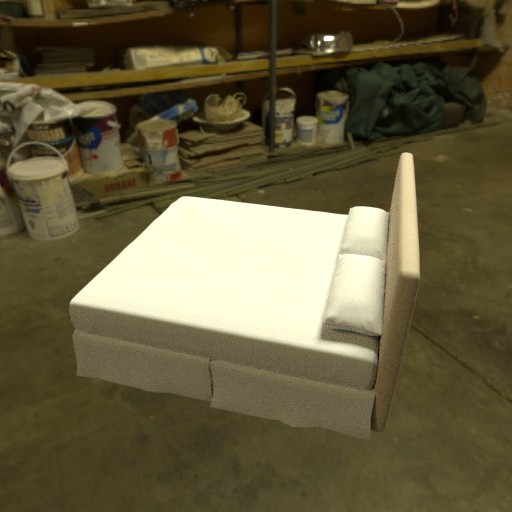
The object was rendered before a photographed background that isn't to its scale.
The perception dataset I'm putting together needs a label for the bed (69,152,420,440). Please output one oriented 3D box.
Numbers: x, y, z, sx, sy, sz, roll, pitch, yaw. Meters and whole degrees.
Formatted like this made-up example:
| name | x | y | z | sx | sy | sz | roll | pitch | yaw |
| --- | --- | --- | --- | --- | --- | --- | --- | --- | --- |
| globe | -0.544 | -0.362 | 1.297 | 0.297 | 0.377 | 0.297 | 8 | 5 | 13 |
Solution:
| name | x | y | z | sx | sy | sz | roll | pitch | yaw |
| --- | --- | --- | --- | --- | --- | --- | --- | --- | --- |
| bed | 0.000 | 0.000 | 3.639 | 2.319 | 1.317 | 2.119 | 8 | 32 | 14 |
